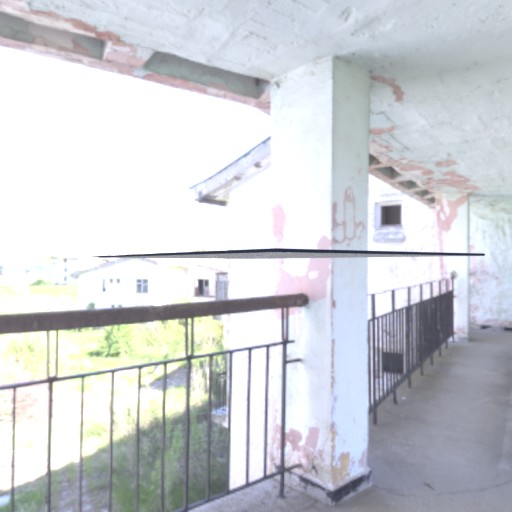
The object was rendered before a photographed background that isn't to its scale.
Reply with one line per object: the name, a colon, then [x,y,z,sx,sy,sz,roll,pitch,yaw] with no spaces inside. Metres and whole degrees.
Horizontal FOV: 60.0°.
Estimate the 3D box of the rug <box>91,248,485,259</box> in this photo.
rug: [0.000,0.000,2.964,1.526,0.014,2.290,1,-1,-36]
